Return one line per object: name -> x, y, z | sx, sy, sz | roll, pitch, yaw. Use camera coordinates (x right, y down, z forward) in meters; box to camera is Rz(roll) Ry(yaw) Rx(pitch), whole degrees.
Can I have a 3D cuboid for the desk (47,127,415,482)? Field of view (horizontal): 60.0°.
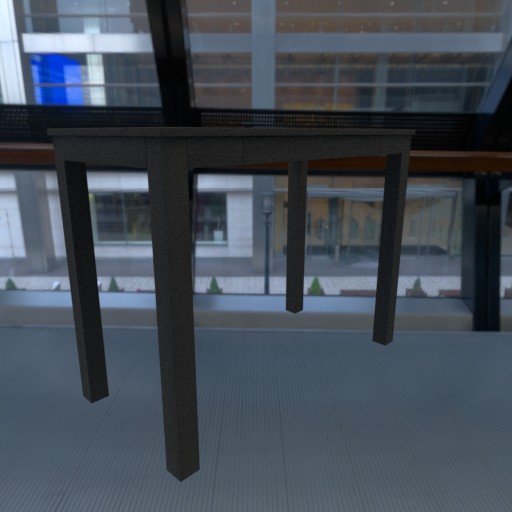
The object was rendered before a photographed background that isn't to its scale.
desk -> 0.000, 0.000, 1.386 | 0.499, 0.762, 0.991 | 15, 21, 42
